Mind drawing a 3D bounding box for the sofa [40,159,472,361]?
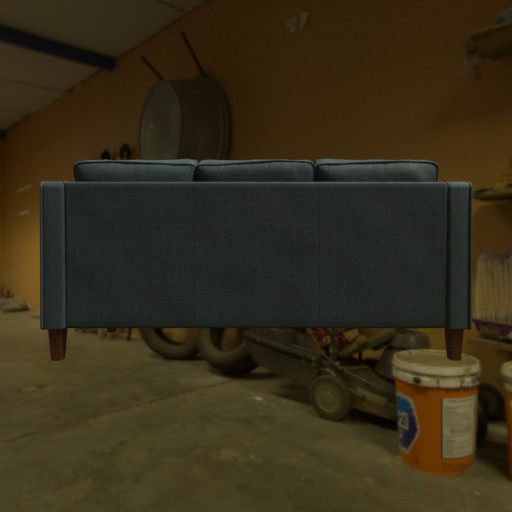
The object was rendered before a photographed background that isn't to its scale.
[{"bbox_3d":[0.000,0.000,2.477,1.986,0.974,0.911,0,0,0],"label":"sofa"}]
